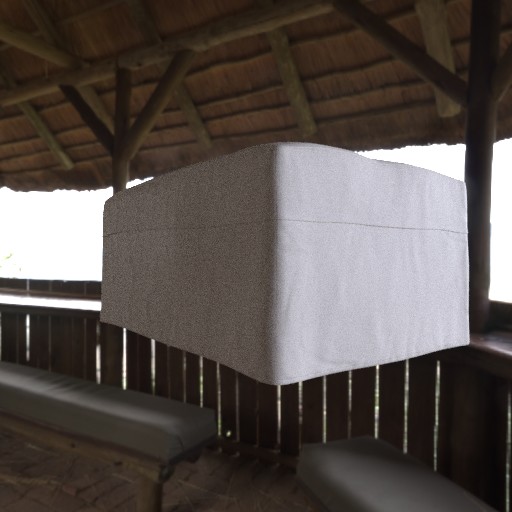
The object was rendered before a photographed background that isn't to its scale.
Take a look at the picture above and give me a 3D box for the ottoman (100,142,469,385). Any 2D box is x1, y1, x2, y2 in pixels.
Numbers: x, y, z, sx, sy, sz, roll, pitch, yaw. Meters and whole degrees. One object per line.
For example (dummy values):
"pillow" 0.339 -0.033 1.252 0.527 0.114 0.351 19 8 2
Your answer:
"ottoman" 0.000 0.000 1.177 0.590 0.444 0.872 0 0 -37
